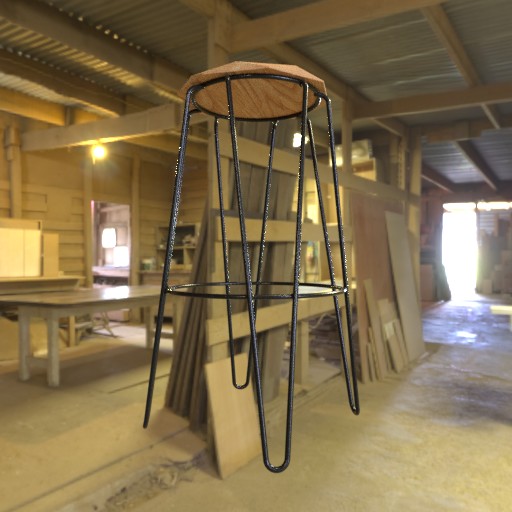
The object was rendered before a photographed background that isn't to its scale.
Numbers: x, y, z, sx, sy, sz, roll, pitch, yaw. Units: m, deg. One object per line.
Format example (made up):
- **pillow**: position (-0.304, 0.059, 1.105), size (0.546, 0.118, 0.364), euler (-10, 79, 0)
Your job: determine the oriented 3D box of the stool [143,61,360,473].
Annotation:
- **stool**: position (0.000, 0.000, 0.816), size (0.326, 0.610, 0.326), euler (0, 0, 36)
